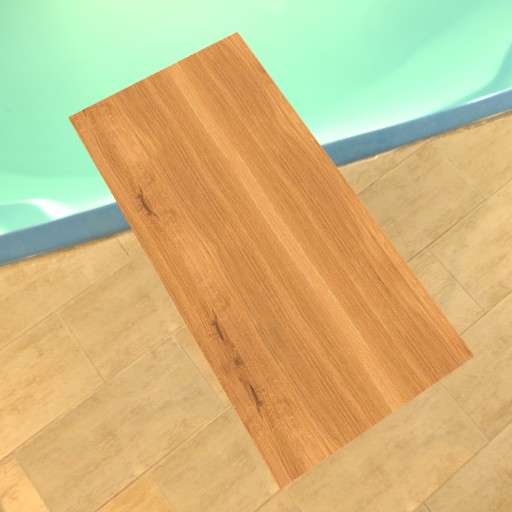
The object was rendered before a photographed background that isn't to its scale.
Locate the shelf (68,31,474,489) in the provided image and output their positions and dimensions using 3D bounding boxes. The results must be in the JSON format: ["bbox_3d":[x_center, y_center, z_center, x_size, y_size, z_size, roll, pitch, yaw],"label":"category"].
[{"bbox_3d":[0.000,0.000,1.023,0.400,0.400,0.800,-31,77,-8],"label":"shelf"}]
